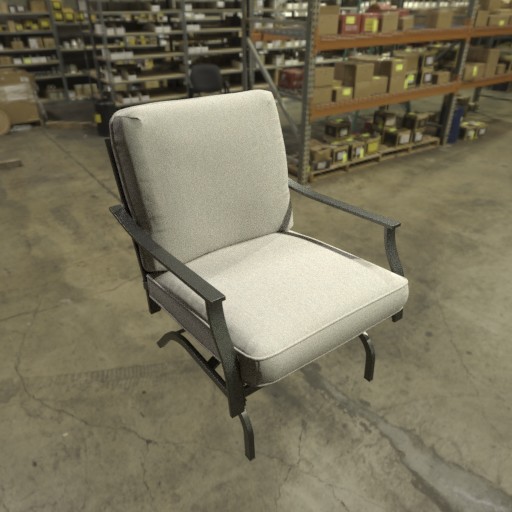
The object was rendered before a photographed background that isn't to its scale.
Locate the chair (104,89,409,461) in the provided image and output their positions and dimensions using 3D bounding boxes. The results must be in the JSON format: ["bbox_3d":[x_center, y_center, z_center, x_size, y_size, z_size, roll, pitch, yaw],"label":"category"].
[{"bbox_3d":[0.000,0.000,1.390,0.650,0.860,0.787,-21,37,-31],"label":"chair"}]
